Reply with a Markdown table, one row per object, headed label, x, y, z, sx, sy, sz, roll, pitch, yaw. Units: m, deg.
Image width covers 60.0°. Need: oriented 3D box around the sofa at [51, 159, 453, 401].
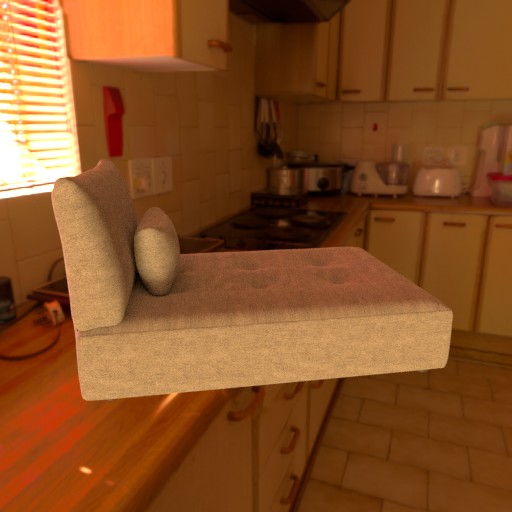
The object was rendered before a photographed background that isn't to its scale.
| label | x | y | z | sx | sy | sz | roll | pitch | yaw |
| --- | --- | --- | --- | --- | --- | --- | --- | --- | --- |
| sofa | 0.000 | 0.000 | 1.999 | 1.450 | 0.820 | 0.930 | -3 | 16 | -9 |
